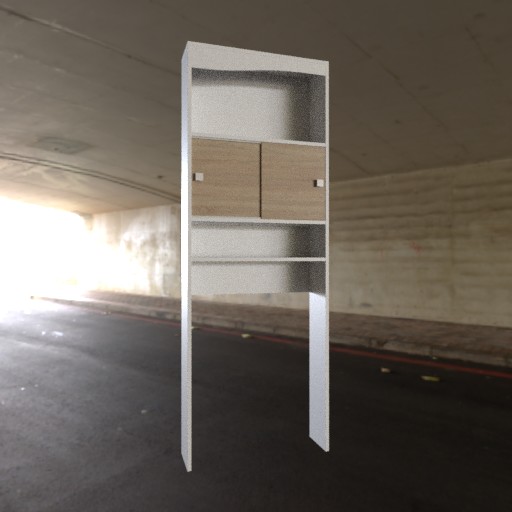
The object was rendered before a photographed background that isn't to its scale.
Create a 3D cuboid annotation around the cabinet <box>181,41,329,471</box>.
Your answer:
[{"bbox_3d":[0.000,0.000,1.998,0.643,1.770,0.192,0,0,-17],"label":"cabinet"}]
